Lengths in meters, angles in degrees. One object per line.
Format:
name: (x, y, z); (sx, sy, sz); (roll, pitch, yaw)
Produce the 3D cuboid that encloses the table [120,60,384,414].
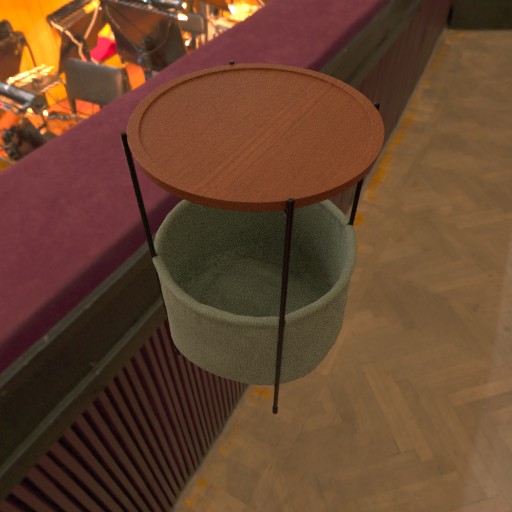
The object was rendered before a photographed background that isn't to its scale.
table: (0.000, 0.000, 0.902); (0.400, 0.623, 0.400); (25, 52, 21)
